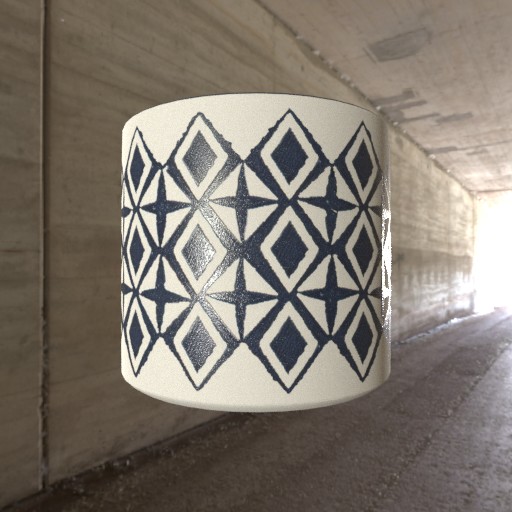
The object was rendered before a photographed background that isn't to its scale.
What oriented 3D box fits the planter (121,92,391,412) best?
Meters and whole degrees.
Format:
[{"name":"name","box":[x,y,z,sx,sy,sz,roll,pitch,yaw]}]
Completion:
[{"name":"planter","box":[0.000,0.000,0.273,0.159,0.144,0.159,0,-1,0]}]
